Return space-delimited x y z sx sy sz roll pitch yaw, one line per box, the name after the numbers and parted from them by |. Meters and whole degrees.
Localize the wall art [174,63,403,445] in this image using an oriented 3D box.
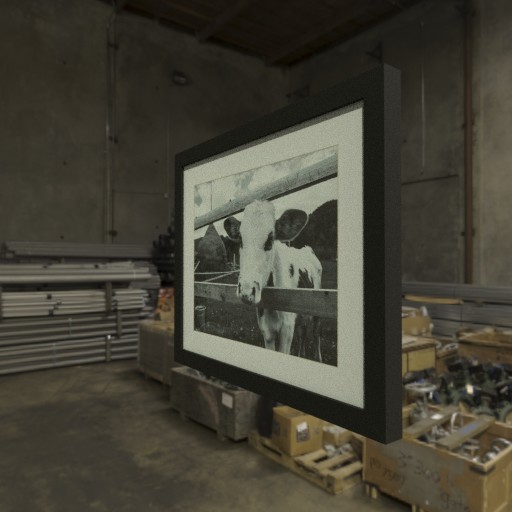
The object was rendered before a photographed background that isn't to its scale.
0.000 0.000 0.551 0.024 0.329 0.404 1 -1 -37 | wall art
